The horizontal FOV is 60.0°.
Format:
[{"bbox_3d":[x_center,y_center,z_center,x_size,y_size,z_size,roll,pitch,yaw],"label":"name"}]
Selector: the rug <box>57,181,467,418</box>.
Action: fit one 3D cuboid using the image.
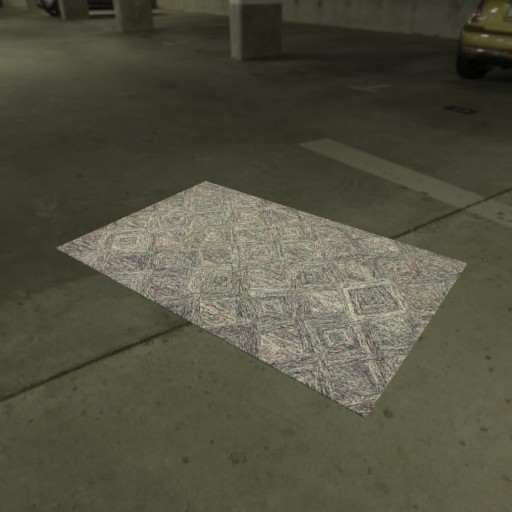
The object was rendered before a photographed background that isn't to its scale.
[{"bbox_3d":[0.000,0.000,2.958,2.298,0.017,1.501,22,38,31],"label":"rug"}]
